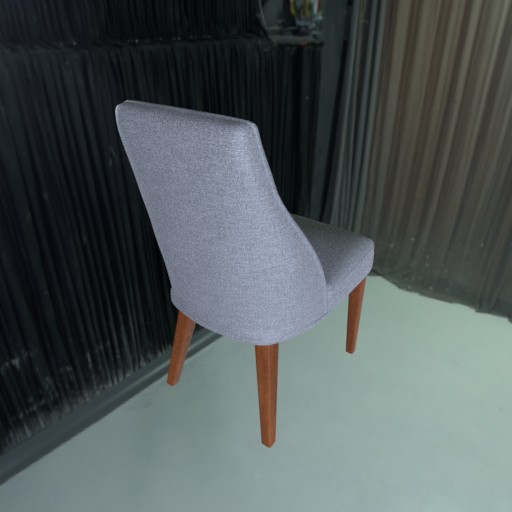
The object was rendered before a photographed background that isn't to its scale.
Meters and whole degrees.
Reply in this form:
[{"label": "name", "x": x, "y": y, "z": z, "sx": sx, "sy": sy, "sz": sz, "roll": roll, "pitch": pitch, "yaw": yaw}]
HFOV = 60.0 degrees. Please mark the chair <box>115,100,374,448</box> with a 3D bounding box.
[{"label": "chair", "x": 0.000, "y": 0.000, "z": 1.306, "sx": 0.500, "sy": 0.930, "sz": 0.620, "roll": 20, "pitch": 35, "yaw": 31}]
